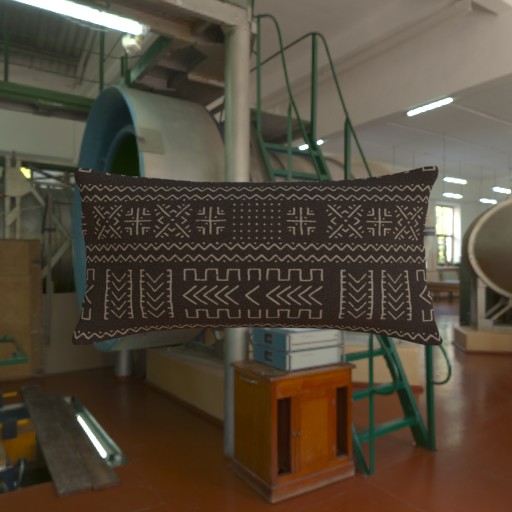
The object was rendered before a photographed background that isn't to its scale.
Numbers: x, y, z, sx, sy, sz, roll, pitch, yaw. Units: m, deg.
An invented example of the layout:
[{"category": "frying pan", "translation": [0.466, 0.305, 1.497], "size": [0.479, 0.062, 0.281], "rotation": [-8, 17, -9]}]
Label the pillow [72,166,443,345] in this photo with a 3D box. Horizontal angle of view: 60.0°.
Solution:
[{"category": "pillow", "translation": [0.000, 0.000, 0.790], "size": [0.667, 0.322, 0.135], "rotation": [0, -1, 1]}]
